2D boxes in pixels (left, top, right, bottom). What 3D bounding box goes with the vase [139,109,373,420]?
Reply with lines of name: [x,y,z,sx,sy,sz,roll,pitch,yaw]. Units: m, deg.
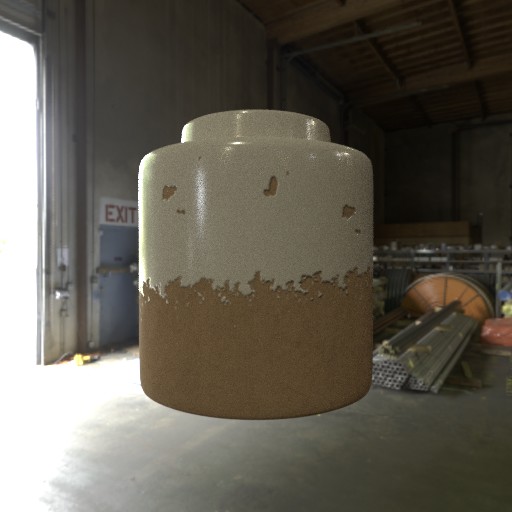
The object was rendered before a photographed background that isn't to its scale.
vase: [0.000,0.000,0.299,0.153,0.167,0.153,0,1,0]
